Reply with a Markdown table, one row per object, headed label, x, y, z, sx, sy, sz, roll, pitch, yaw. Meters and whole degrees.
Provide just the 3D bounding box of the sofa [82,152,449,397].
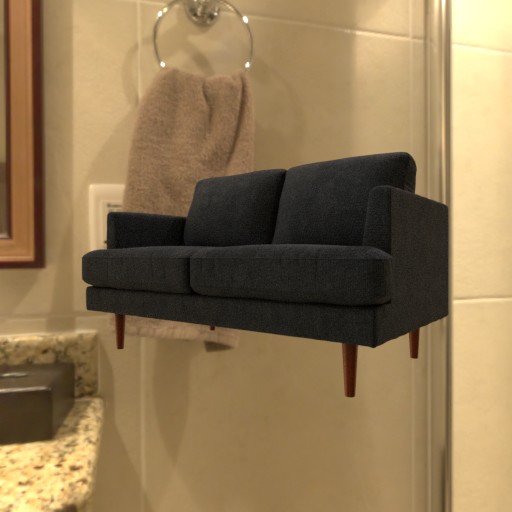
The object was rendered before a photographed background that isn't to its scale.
| label | x | y | z | sx | sy | sz | roll | pitch | yaw |
| --- | --- | --- | --- | --- | --- | --- | --- | --- | --- |
| sofa | 0.000 | 0.000 | 2.123 | 1.582 | 0.944 | 0.903 | 0 | 0 | 37 |
